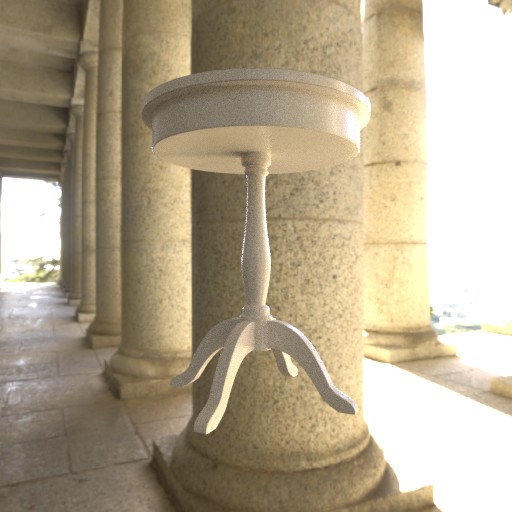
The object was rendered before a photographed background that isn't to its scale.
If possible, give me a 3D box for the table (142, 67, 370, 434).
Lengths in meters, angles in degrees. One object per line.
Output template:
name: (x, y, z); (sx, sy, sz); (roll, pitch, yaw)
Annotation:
table: (0.000, 0.000, 1.023); (0.513, 0.653, 0.513); (0, 0, 0)
